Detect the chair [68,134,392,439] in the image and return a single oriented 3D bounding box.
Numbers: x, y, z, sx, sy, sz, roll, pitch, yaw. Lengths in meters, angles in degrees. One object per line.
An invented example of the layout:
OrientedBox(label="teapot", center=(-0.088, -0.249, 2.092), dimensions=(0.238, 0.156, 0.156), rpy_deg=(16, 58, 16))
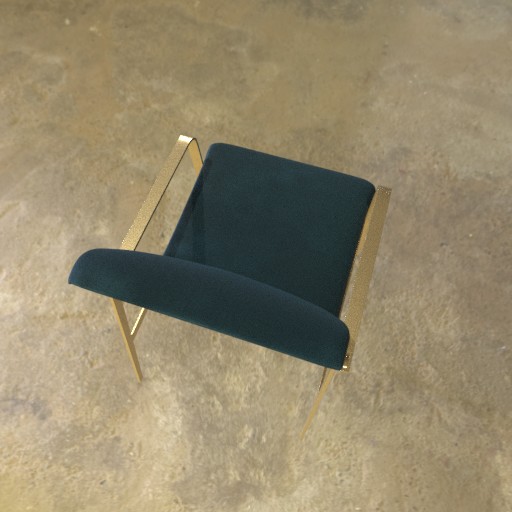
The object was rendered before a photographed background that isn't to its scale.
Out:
OrientedBox(label="chair", center=(0.000, 0.000, 1.416), dimensions=(0.692, 0.831, 0.859), rpy_deg=(16, 63, 8))
